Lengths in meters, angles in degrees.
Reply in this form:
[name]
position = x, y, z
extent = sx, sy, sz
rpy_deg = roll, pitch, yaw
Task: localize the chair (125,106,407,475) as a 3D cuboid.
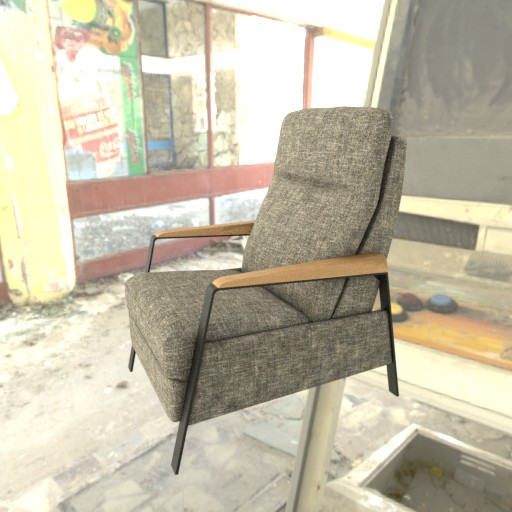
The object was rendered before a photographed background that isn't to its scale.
[chair]
position = 0.000, 0.000, 1.619
extent = 0.868, 1.042, 0.671
rpy_deg = -8, 19, -26
